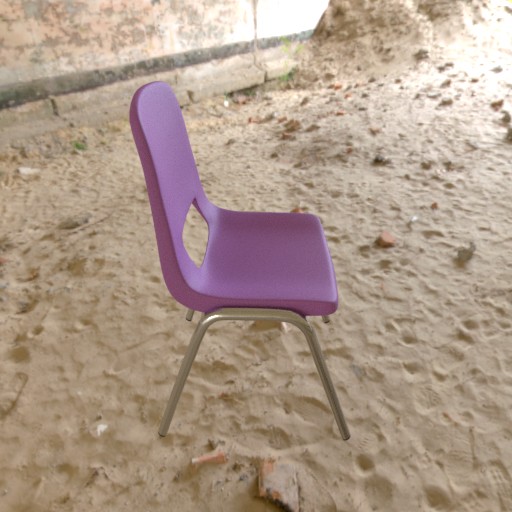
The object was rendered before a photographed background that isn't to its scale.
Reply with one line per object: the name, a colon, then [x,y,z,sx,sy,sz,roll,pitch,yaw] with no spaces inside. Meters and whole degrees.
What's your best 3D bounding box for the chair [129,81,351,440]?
chair: [0.000,0.000,0.681,0.301,0.493,0.291,1,32,1]
